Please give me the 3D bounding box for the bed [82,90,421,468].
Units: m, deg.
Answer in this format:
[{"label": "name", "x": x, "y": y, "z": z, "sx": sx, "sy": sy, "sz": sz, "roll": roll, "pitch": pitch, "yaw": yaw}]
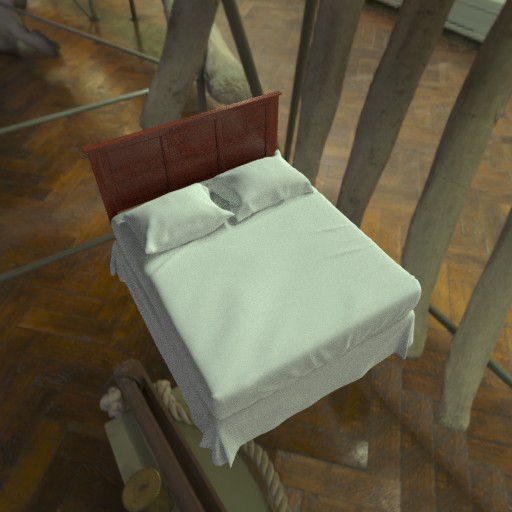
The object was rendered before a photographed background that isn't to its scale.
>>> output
[{"label": "bed", "x": 0.000, "y": 0.000, "z": 3.278, "sx": 1.870, "sy": 1.270, "sz": 2.050, "roll": -24, "pitch": 51, "yaw": -20}]
